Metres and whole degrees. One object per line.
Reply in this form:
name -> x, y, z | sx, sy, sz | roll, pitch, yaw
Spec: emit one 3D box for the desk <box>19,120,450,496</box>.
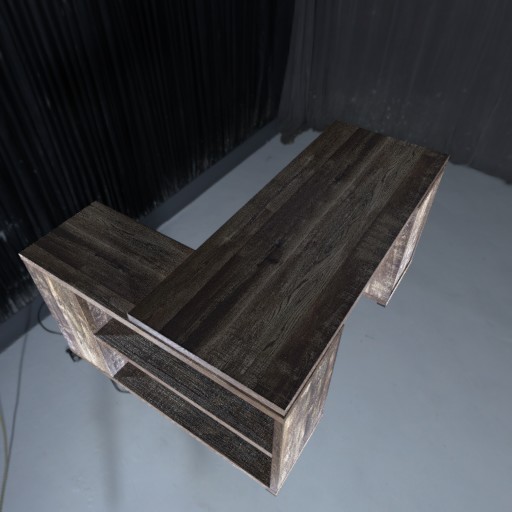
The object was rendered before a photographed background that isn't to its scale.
desk -> 0.000, 0.000, 2.162 | 1.200, 0.753, 1.524 | 25, 51, 23
